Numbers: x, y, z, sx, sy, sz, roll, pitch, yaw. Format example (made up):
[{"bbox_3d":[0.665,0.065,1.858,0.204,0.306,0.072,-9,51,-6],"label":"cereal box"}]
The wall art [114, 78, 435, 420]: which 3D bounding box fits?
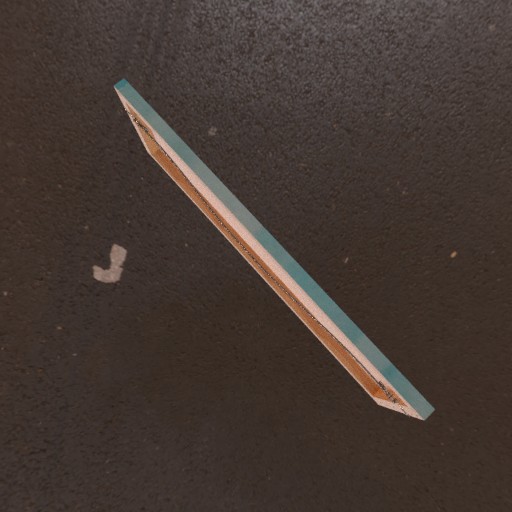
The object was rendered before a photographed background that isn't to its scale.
[{"bbox_3d":[0.000,0.000,0.847,0.044,0.254,0.759,-41,80,-9],"label":"wall art"}]
